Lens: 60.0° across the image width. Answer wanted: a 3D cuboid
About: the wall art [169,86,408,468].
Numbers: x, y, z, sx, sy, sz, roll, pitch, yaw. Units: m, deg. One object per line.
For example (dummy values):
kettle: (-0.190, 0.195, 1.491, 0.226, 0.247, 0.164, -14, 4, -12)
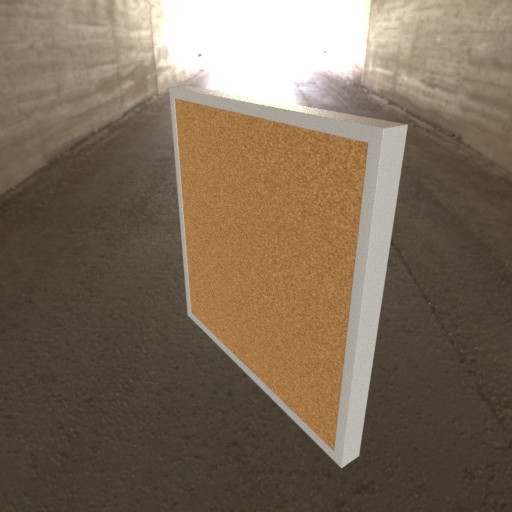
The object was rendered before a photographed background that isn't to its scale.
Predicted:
wall art: (0.000, 0.000, 0.758, 0.038, 0.505, 0.506, -17, 31, -31)
